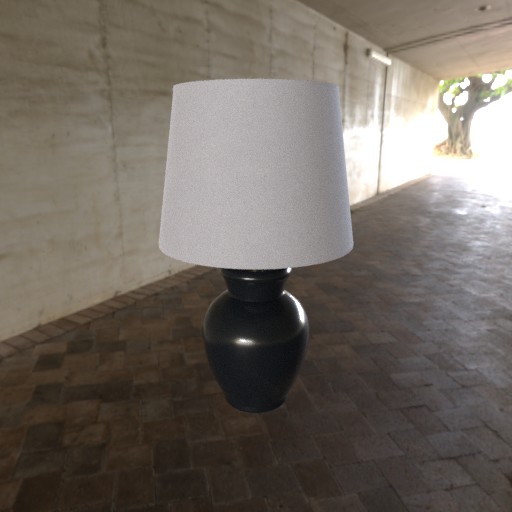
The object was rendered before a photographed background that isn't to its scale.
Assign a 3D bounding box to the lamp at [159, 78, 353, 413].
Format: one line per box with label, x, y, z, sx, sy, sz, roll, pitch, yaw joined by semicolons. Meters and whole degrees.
lamp;0.000;0.000;0.562;0.239;0.399;0.239;0;16;0
